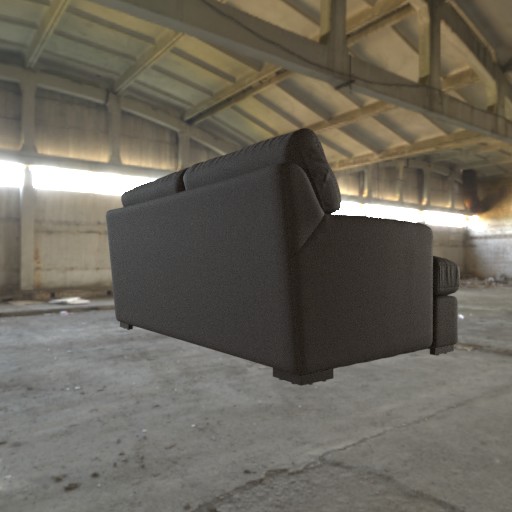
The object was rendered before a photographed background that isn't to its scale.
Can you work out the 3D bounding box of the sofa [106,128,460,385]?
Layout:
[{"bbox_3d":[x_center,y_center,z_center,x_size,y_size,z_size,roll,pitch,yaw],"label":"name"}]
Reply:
[{"bbox_3d":[0.000,0.000,2.533,1.143,0.940,1.880,1,-1,-37],"label":"sofa"}]
